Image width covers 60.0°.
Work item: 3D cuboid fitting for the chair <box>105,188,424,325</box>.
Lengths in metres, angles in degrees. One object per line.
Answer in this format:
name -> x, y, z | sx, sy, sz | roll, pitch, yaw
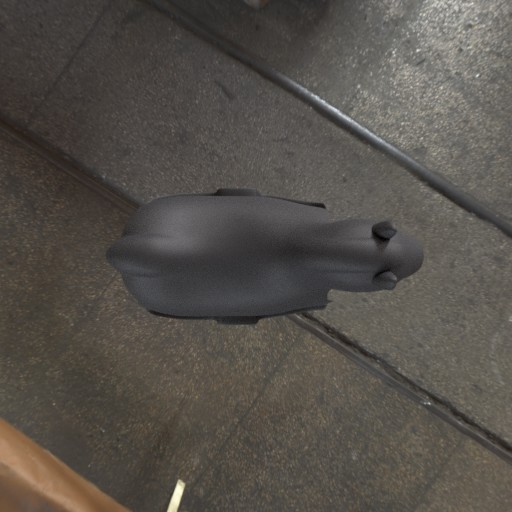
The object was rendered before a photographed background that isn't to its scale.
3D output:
chair -> 0.000, 0.000, 1.167 | 0.800, 0.612, 0.429 | 0, 90, -1
